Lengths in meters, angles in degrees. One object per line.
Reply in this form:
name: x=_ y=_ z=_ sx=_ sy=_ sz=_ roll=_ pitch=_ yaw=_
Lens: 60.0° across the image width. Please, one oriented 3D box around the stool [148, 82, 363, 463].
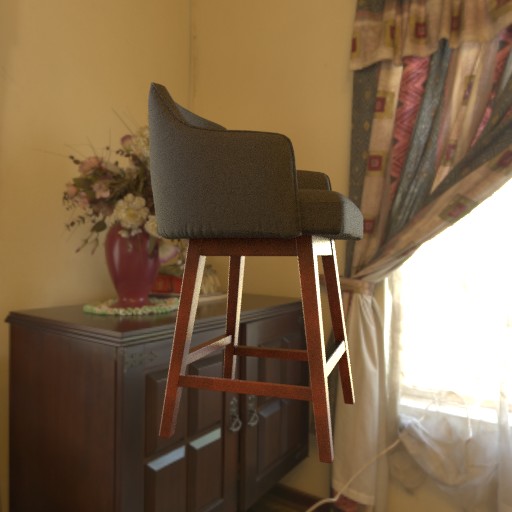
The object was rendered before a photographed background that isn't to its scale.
stool: x=0.000 y=0.000 z=1.258 sx=0.558 sy=0.912 sz=0.548 roll=0 pitch=0 yaw=19
